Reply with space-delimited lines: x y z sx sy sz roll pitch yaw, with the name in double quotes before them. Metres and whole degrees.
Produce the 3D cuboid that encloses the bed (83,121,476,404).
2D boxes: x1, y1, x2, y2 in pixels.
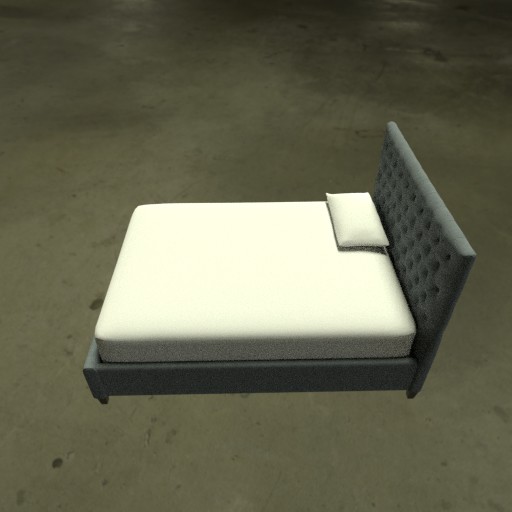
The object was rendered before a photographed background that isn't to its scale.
"bed" 0.000 0.000 3.400 2.335 1.411 1.698 -1 41 -1
